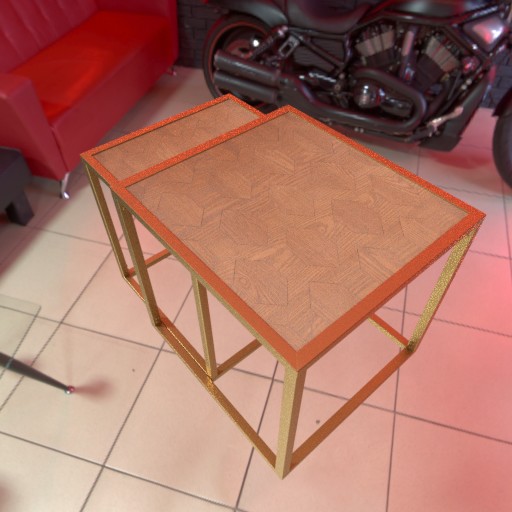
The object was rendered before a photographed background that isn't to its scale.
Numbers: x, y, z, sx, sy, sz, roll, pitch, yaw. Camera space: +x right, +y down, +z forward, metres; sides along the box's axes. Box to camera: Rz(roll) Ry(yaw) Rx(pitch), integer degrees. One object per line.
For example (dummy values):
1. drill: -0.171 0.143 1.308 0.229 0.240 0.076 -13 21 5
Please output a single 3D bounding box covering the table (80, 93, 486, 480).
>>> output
1. table: 0.000 0.000 1.111 0.505 0.505 0.762 -33 55 -26
